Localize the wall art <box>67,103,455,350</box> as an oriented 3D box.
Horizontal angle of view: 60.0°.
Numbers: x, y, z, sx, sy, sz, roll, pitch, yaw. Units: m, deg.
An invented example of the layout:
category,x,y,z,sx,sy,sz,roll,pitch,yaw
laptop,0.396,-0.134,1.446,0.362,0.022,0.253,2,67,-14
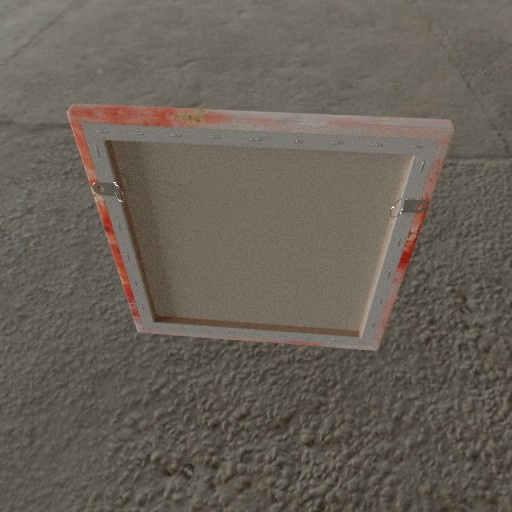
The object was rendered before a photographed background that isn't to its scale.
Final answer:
category,x,y,z,sx,sy,sz,roll,pitch,yaw
wall art,0.000,0.000,1.113,0.747,0.746,0.064,4,45,4
